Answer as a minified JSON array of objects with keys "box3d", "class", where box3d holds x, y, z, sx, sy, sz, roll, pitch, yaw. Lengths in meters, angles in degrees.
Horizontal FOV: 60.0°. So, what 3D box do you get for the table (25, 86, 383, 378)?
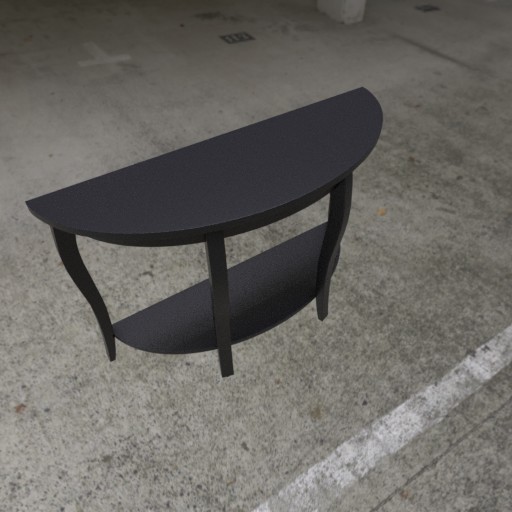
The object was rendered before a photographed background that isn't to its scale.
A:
[{"box3d":[0.000,0.000,1.583,1.219,0.780,0.394,-26,51,-23],"class":"table"}]
